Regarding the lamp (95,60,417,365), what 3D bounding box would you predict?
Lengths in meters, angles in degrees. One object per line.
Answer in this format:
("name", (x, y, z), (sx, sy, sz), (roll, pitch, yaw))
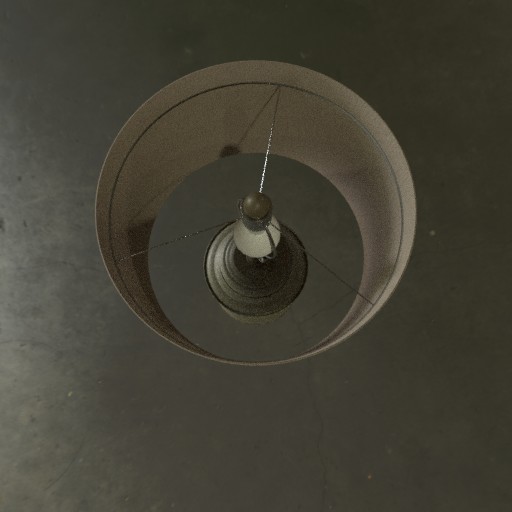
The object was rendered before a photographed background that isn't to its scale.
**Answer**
("lamp", (0.000, 0.000, 0.672), (0.318, 0.486, 0.318), (0, 77, 0))
